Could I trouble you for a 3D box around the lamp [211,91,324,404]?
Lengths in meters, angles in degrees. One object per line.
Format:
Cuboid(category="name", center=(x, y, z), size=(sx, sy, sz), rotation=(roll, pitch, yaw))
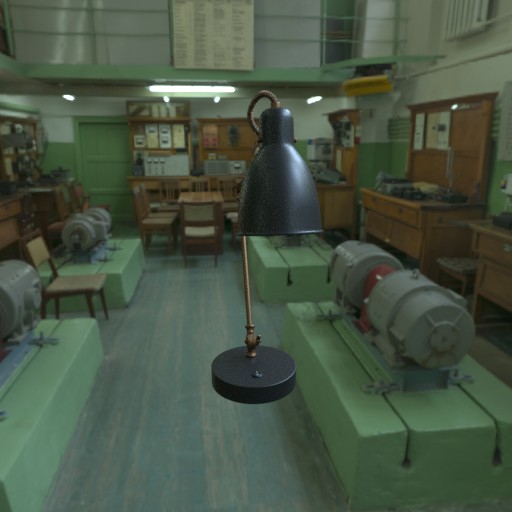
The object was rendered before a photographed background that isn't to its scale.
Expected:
Cuboid(category="lamp", center=(0.000, 0.000, 0.882), size=(0.187, 0.587, 0.561), rotation=(-2, 15, -9))
